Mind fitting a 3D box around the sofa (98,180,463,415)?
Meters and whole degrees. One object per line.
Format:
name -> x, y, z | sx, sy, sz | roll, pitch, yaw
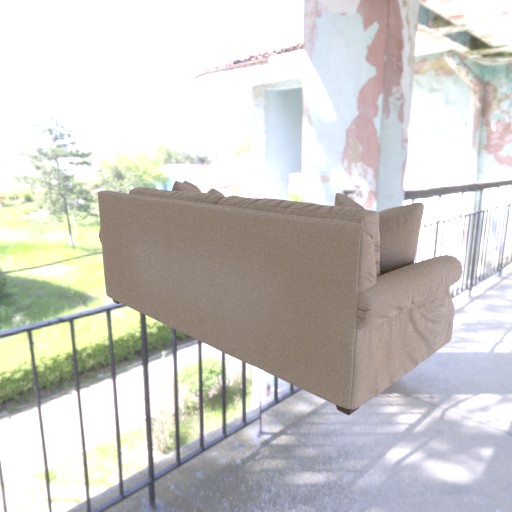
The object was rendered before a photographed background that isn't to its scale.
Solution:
sofa -> 0.000, 0.000, 2.835 | 2.285, 0.904, 1.067 | 13, 19, 43
